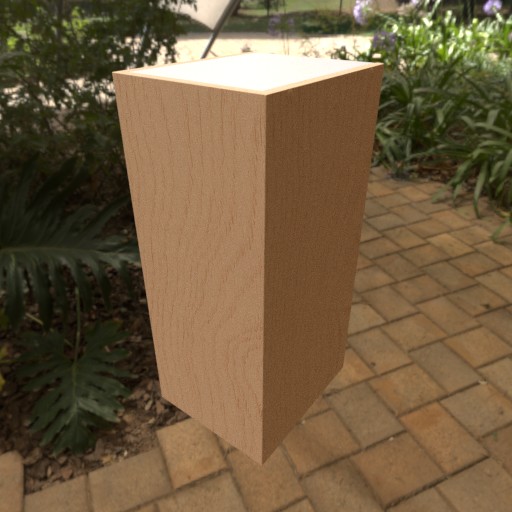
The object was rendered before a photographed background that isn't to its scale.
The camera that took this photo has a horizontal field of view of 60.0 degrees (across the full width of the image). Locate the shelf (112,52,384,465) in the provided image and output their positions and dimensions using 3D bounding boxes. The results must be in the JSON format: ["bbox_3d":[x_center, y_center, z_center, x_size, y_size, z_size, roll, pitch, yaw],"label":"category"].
[{"bbox_3d":[0.000,0.000,0.760,0.250,0.600,0.290,21,37,31],"label":"shelf"}]
